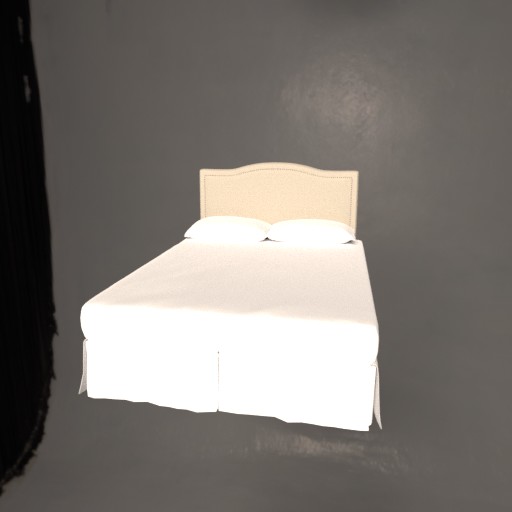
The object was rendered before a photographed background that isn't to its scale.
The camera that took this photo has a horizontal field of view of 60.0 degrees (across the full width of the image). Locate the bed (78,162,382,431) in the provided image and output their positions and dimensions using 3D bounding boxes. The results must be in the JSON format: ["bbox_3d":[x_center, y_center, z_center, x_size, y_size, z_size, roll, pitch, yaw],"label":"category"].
[{"bbox_3d":[0.000,0.000,3.747,1.977,1.437,2.477,3,15,10],"label":"bed"}]
